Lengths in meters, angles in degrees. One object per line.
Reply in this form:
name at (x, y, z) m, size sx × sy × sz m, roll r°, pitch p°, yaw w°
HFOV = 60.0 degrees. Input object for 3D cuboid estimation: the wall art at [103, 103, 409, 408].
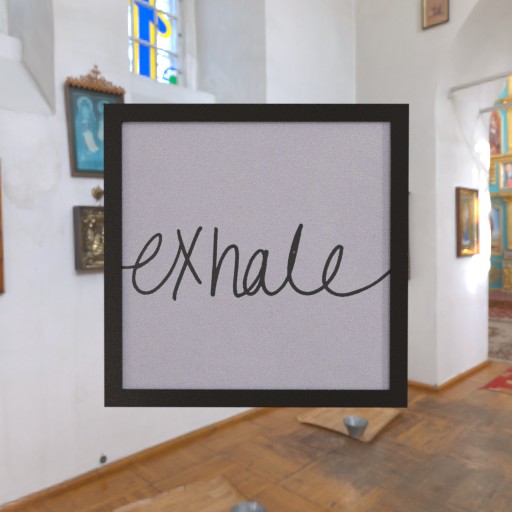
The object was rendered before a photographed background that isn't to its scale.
wall art at (0.000, 0.000, 0.655) m, size 0.446 × 0.445 × 0.014 m, roll 0°, pitch 1°, yaw 0°
